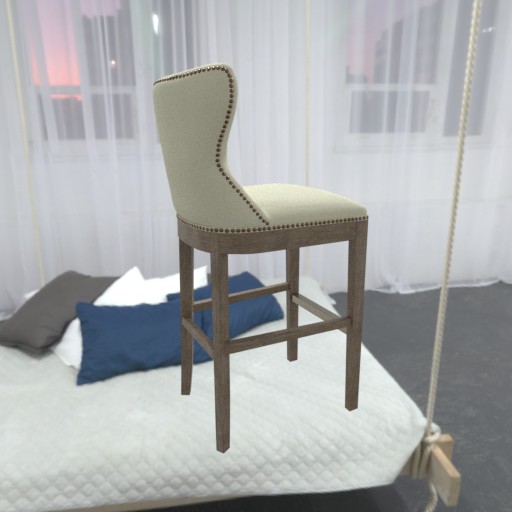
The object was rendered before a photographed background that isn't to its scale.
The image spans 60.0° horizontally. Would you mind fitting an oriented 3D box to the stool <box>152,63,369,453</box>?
[{"bbox_3d":[0.000,0.000,1.484,0.606,1.123,0.494,-8,18,-27],"label":"stool"}]
